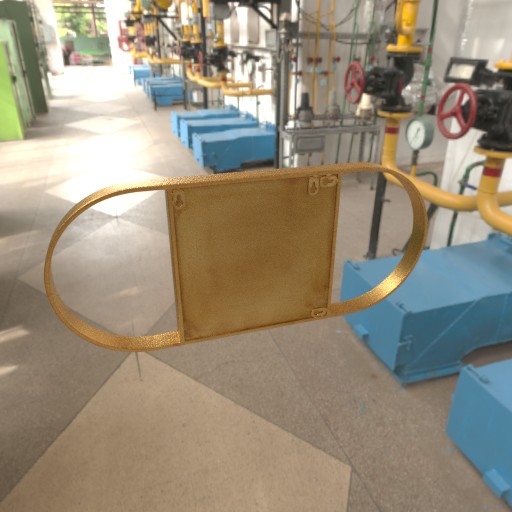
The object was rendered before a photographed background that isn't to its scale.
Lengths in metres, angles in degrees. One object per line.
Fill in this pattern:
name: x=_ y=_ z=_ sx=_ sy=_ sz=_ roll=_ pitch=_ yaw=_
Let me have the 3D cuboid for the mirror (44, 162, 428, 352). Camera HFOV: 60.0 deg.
mirror: x=0.000 y=0.000 z=0.669 sx=0.584 sy=0.254 sz=0.032 roll=-8 pitch=27 yaw=-16
